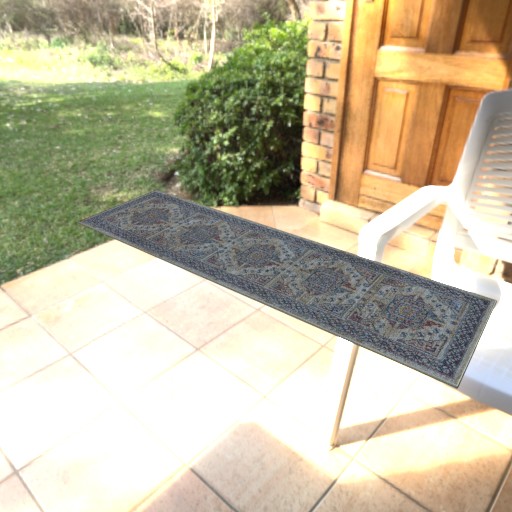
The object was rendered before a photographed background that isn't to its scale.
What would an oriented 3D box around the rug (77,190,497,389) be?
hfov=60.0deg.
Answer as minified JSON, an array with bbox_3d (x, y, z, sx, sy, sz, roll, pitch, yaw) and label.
[{"bbox_3d":[0.000,0.000,2.418,2.297,0.013,0.661,20,36,31],"label":"rug"}]
